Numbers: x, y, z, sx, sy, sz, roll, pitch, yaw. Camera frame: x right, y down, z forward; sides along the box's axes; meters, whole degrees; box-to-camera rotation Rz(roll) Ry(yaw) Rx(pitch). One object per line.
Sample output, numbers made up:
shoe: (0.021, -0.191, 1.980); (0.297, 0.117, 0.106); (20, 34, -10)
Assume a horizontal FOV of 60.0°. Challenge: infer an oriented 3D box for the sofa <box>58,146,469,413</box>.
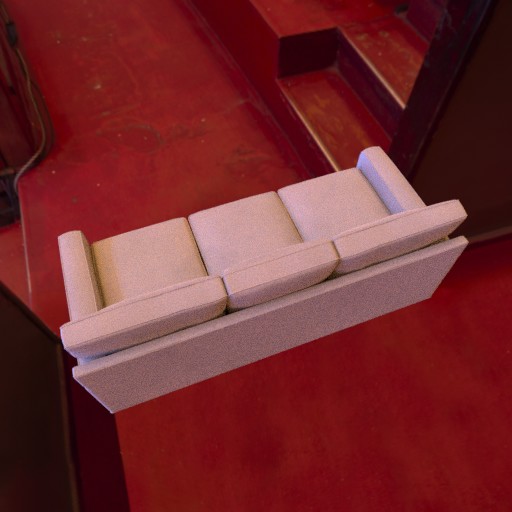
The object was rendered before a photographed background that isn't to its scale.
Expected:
sofa: (0.000, 0.000, 2.595); (2.088, 0.862, 0.935); (-18, 59, -11)
